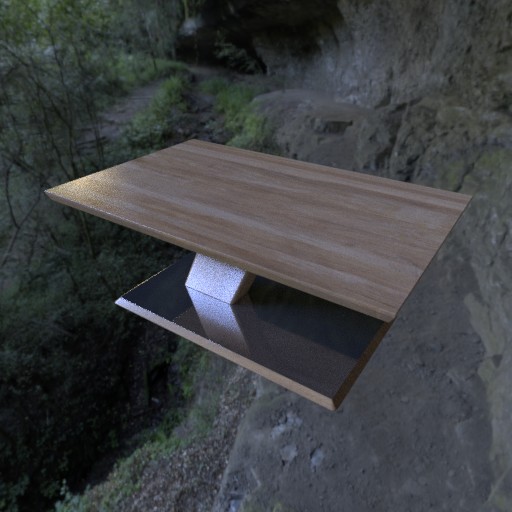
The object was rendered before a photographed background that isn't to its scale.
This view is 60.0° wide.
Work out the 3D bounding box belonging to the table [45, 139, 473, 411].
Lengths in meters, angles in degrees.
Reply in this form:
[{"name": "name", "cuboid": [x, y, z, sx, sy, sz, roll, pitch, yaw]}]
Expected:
[{"name": "table", "cuboid": [0.000, 0.000, 1.453, 1.100, 0.441, 0.692, 19, 35, 29]}]
